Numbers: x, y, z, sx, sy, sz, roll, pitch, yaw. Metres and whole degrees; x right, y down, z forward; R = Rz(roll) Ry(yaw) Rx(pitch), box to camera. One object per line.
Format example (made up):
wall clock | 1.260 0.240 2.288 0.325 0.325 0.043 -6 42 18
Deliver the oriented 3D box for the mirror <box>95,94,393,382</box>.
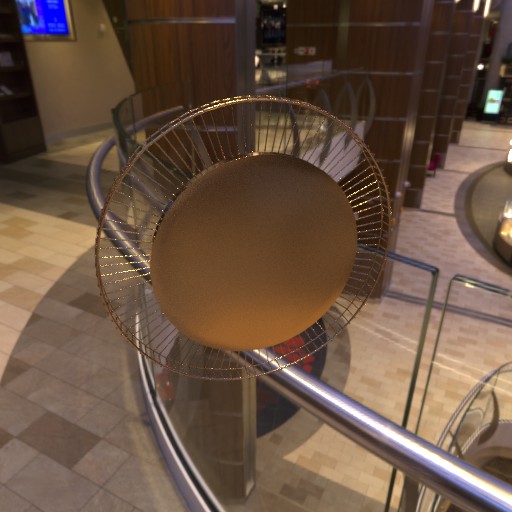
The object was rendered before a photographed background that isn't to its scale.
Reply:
mirror | 0.000 0.000 1.029 0.703 0.703 0.067 -8 27 -16
